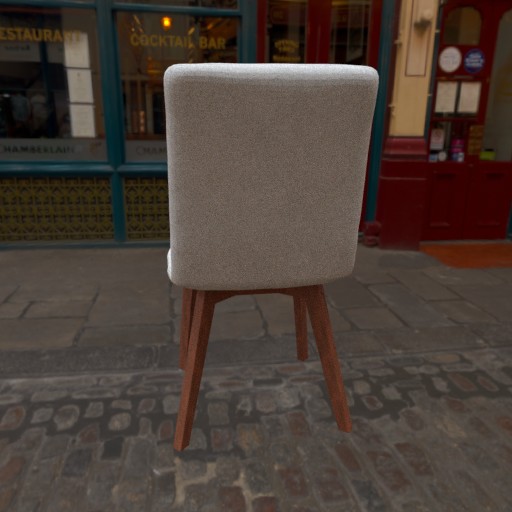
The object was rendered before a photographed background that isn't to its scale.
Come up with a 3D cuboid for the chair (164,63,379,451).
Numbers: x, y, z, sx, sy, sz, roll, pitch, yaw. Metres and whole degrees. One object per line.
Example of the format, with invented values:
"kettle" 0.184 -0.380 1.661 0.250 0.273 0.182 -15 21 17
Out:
"chair" 0.000 0.000 1.296 0.522 0.974 0.563 -2 15 -9
